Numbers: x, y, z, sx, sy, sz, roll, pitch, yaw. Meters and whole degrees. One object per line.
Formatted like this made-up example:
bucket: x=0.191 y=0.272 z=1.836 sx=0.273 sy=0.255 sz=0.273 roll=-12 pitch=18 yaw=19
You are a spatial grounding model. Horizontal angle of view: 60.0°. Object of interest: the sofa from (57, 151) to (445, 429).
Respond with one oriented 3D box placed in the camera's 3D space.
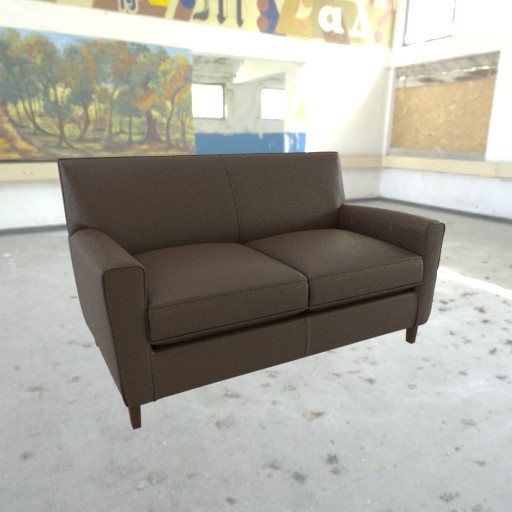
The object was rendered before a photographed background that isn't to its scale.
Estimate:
sofa: x=0.000 y=0.000 z=1.977 sx=1.468 sy=0.859 sz=0.853 roll=-8 pitch=18 yaw=-28
